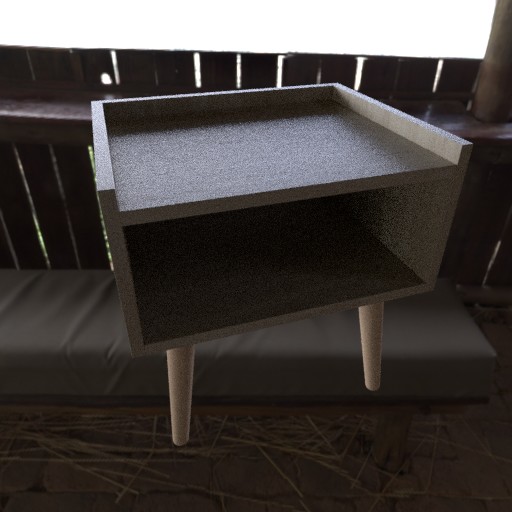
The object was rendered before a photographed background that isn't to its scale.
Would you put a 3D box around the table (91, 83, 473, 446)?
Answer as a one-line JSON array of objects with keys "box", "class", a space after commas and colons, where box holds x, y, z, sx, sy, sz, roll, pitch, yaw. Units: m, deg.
[{"box": [0.000, 0.000, 0.769, 0.450, 0.470, 0.370, -10, 34, -15], "class": "table"}]
